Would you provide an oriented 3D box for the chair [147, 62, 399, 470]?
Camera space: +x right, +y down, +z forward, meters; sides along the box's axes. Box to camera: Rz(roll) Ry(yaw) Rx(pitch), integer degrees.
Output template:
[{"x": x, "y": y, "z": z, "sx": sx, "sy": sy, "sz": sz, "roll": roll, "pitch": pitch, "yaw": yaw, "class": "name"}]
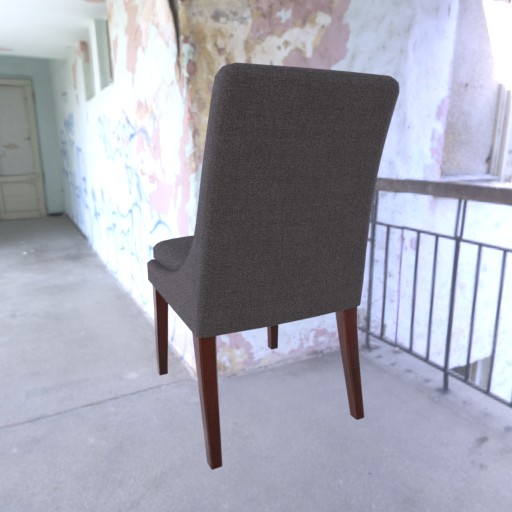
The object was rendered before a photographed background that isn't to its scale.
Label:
[{"x": 0.000, "y": 0.000, "z": 1.314, "sx": 0.508, "sy": 0.952, "sz": 0.655, "roll": -7, "pitch": 16, "yaw": -26, "class": "chair"}]
